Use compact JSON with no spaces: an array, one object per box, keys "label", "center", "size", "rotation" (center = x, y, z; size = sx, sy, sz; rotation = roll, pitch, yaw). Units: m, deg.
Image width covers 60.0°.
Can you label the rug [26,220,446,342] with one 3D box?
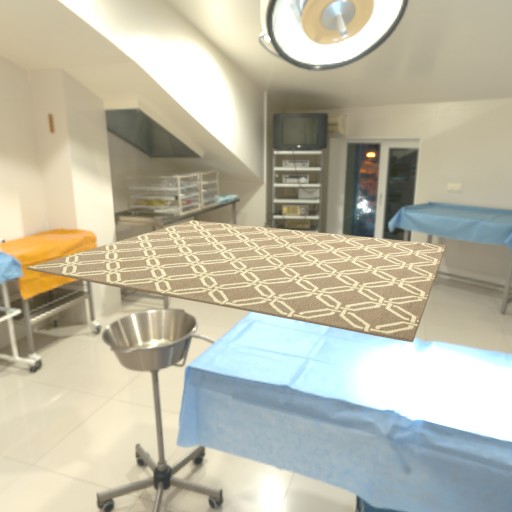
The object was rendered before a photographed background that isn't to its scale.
[{"label":"rug","center":[0.000,0.000,3.836],"size":[2.895,0.018,2.288],"rotation":[7,17,25]}]
